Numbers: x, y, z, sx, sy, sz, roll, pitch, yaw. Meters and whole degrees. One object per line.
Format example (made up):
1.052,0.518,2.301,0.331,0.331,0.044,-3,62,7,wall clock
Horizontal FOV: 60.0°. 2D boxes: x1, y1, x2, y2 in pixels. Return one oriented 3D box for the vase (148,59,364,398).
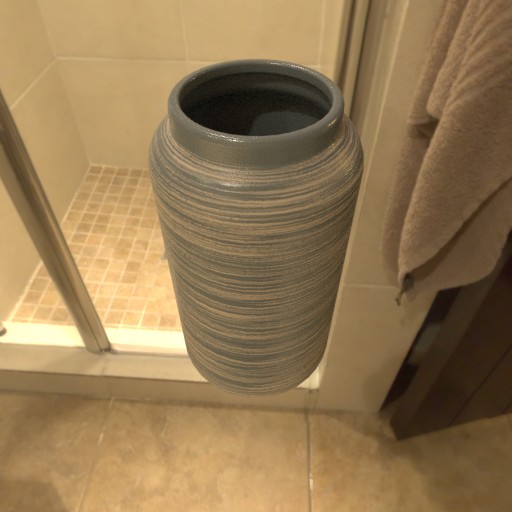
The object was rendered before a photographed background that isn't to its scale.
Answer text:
0.000,0.000,0.300,0.116,0.230,0.116,0,46,0,vase
